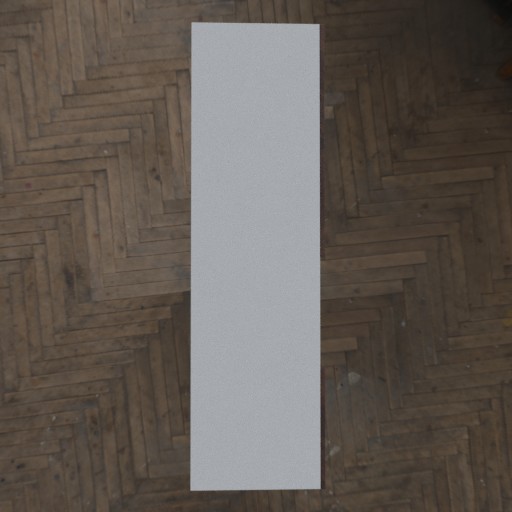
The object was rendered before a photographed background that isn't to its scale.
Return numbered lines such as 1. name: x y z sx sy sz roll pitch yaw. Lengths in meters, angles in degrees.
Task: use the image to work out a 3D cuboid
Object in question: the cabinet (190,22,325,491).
1. cabinet: 0.000 0.000 1.690 0.431 0.533 1.499 0 89 -1
